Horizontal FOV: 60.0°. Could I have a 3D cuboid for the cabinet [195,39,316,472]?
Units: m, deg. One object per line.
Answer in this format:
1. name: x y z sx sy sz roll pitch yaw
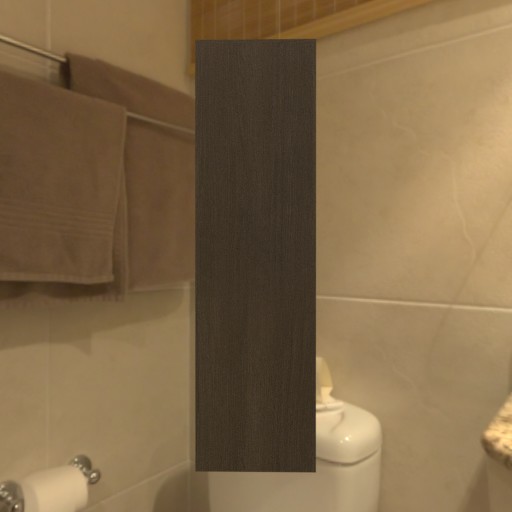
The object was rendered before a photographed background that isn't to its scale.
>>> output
1. cabinet: 0.000 0.000 1.949 0.500 1.790 0.230 0 0 1
